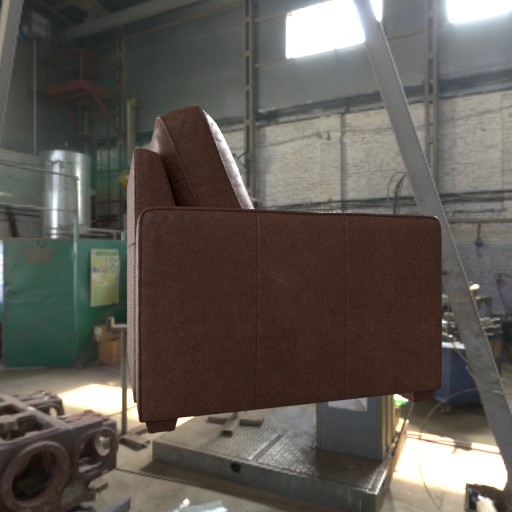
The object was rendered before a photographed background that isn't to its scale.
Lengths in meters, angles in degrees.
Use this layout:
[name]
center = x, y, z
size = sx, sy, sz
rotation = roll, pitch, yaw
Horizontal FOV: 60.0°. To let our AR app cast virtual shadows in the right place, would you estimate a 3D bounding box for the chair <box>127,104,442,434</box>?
[chair]
center = 0.000, 0.000, 1.713
size = 0.940, 0.919, 1.017
rotation = 0, 0, -18
